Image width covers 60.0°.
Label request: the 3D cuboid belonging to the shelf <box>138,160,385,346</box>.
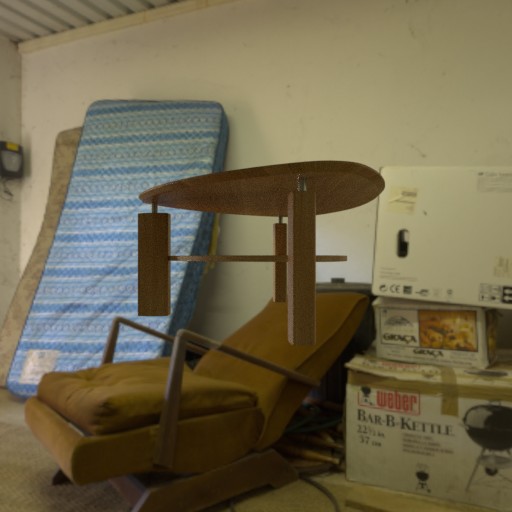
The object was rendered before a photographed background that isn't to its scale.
[{"bbox_3d":[0.000,0.000,1.641,0.863,0.439,1.240,0,0,0],"label":"shelf"}]
